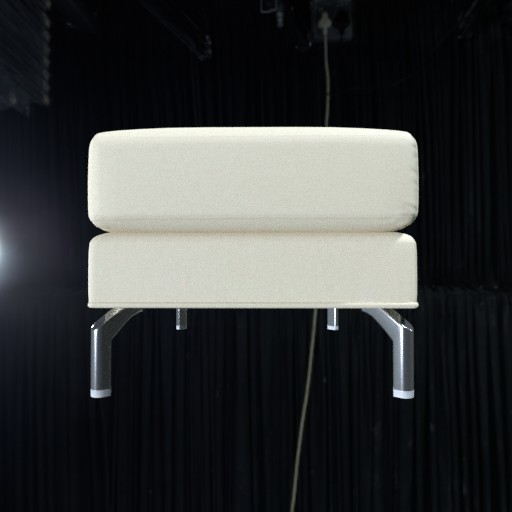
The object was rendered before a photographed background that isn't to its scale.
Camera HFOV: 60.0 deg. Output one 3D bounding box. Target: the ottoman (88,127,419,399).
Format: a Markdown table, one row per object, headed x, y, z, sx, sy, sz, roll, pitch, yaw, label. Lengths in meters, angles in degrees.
| x | y | z | sx | sy | sz | roll | pitch | yaw | label |
| --- | --- | --- | --- | --- | --- | --- | --- | --- | --- |
| 0.000 | 0.000 | 1.161 | 0.581 | 0.497 | 0.835 | 0 | -1 | 1 | ottoman |
